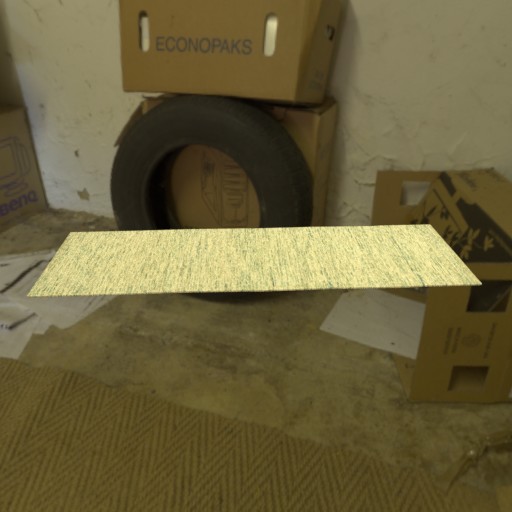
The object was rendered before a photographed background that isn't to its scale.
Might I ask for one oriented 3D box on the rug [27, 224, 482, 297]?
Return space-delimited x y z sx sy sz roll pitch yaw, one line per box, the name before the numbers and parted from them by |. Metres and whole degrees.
rug | 0.000 0.000 2.523 2.290 0.014 0.700 -1 30 -2
